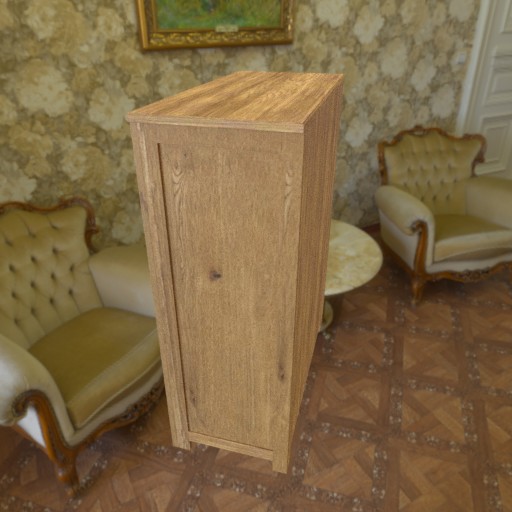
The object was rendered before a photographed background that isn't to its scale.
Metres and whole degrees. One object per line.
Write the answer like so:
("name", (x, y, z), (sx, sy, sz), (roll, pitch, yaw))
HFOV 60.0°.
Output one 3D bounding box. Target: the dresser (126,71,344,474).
("dresser", (0.000, 0.000, 2.005), (0.558, 1.431, 1.081), (8, 30, 14))
